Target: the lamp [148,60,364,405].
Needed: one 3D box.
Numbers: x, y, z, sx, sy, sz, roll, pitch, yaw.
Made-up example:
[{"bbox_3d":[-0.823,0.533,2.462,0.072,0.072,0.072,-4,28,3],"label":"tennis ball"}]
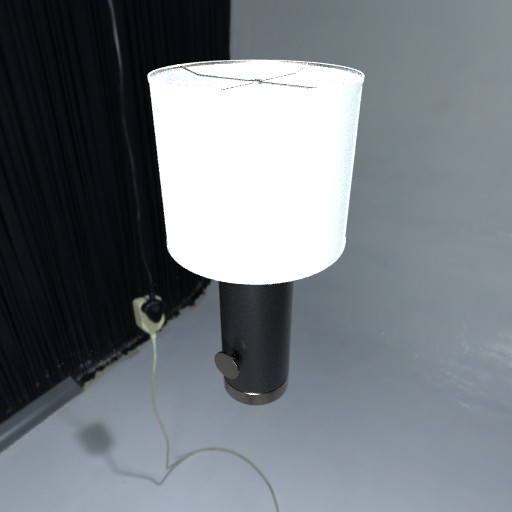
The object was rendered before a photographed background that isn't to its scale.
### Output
[{"bbox_3d":[0.000,0.000,0.624,0.241,0.482,0.240,20,35,30],"label":"lamp"}]
